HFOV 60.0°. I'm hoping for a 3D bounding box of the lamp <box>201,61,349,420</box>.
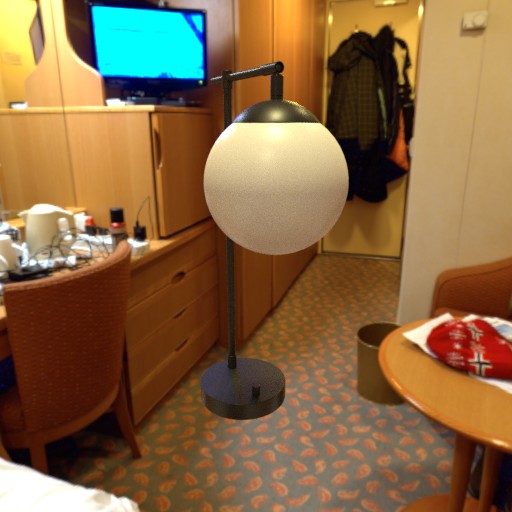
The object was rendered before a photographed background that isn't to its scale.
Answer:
[{"bbox_3d":[0.000,0.000,0.697,0.197,0.559,0.316,-8,18,-26],"label":"lamp"}]
